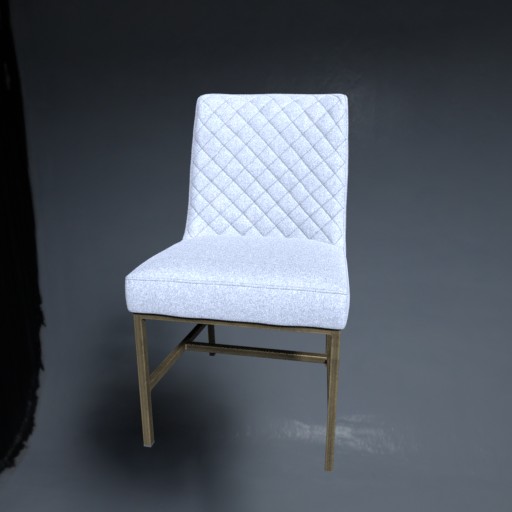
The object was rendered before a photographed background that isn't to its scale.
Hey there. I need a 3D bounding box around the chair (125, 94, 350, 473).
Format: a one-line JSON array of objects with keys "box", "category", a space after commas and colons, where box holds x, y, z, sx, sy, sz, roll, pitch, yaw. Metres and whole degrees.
[{"box": [0.000, 0.000, 1.227, 0.508, 0.889, 0.587, 3, 16, 11], "category": "chair"}]
